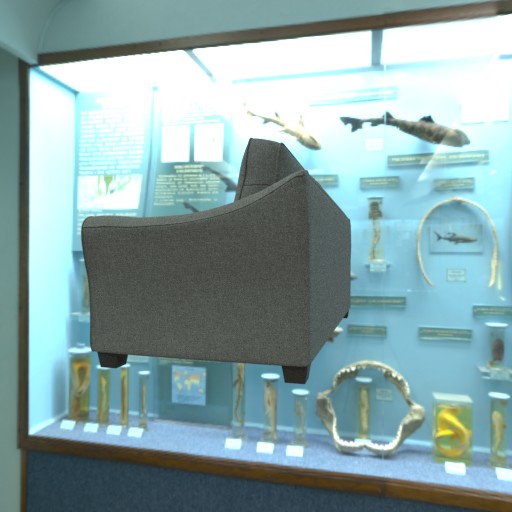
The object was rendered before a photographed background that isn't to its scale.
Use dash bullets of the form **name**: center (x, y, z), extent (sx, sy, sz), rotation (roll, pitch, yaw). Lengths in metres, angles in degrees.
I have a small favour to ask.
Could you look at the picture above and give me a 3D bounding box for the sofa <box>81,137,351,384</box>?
- **sofa**: center (0.000, 0.000, 2.756), extent (1.013, 0.976, 2.203), rotation (0, 0, 16)
